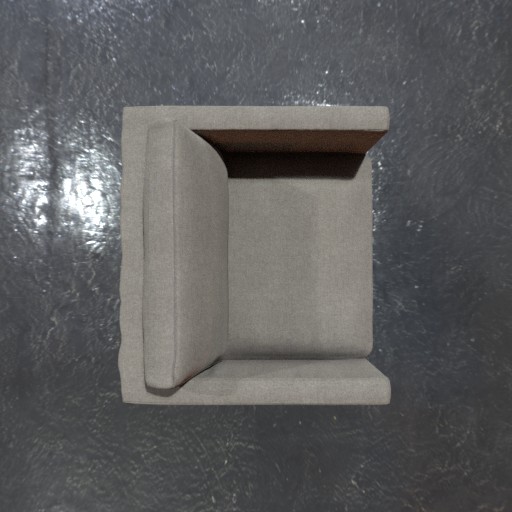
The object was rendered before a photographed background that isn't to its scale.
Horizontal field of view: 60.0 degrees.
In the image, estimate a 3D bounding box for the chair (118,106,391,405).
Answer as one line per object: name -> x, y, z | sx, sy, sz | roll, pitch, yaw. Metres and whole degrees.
chair -> 0.000, 0.000, 1.776 | 0.949, 0.863, 1.057 | 0, 89, 0
